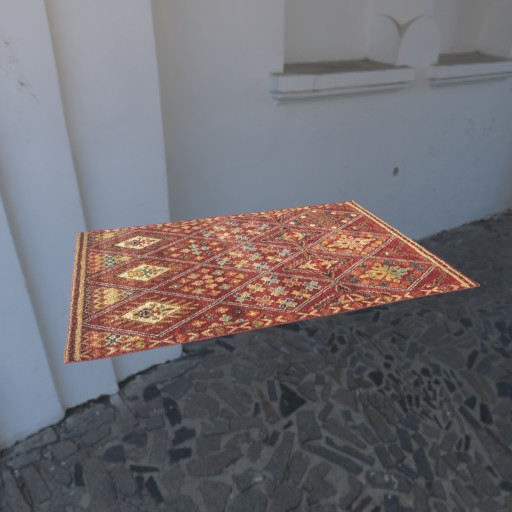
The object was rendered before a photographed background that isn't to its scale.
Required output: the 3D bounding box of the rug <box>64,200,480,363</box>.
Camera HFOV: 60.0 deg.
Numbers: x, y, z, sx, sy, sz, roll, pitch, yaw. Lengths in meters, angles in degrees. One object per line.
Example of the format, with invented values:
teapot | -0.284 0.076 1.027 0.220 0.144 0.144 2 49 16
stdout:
rug | 0.000 0.000 2.928 2.286 0.026 1.521 -8 28 -16
